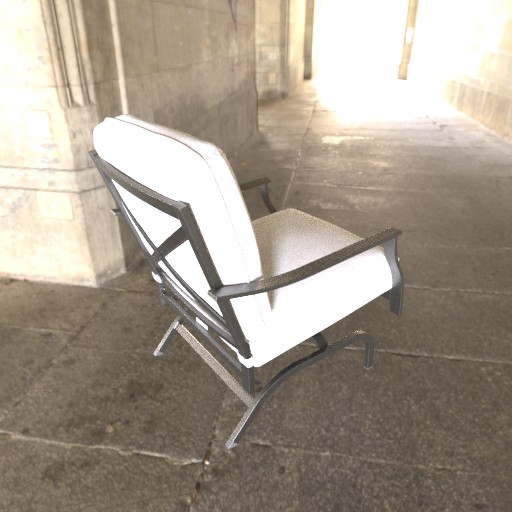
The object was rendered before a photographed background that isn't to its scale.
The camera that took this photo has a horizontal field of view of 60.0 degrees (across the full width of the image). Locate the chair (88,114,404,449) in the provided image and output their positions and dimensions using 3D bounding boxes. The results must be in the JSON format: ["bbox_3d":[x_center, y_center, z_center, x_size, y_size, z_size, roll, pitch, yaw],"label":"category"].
[{"bbox_3d":[0.000,0.000,1.405,0.787,0.860,0.650,-18,32,-31],"label":"chair"}]
